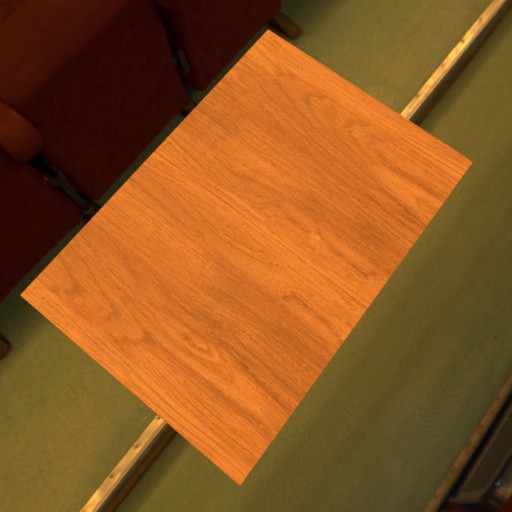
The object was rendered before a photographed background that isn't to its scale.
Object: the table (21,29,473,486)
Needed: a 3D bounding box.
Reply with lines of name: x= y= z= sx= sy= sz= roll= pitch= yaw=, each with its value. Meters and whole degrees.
table: x=0.000 y=0.000 z=1.850 sx=0.900 sy=0.770 sz=1.300 roll=37 pitch=78 yaw=9
